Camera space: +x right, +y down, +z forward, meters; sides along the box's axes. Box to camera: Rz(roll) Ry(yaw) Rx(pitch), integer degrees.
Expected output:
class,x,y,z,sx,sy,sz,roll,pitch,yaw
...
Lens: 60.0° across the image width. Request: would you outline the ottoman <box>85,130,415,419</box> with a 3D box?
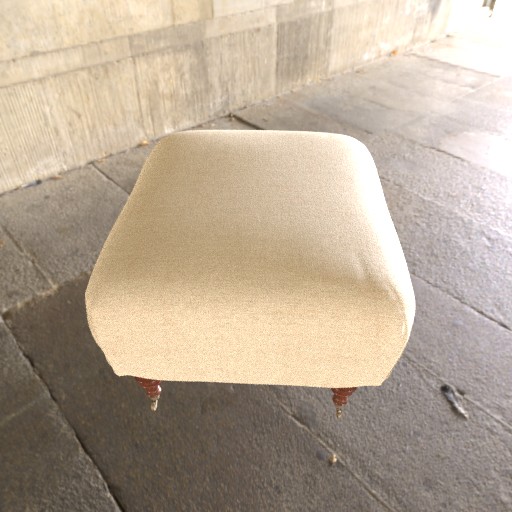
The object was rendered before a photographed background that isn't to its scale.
class,x,y,z,sx,sy,sz,roll,pitch,yaw
ottoman,0.000,0.000,1.134,0.622,0.450,0.747,2,40,2
